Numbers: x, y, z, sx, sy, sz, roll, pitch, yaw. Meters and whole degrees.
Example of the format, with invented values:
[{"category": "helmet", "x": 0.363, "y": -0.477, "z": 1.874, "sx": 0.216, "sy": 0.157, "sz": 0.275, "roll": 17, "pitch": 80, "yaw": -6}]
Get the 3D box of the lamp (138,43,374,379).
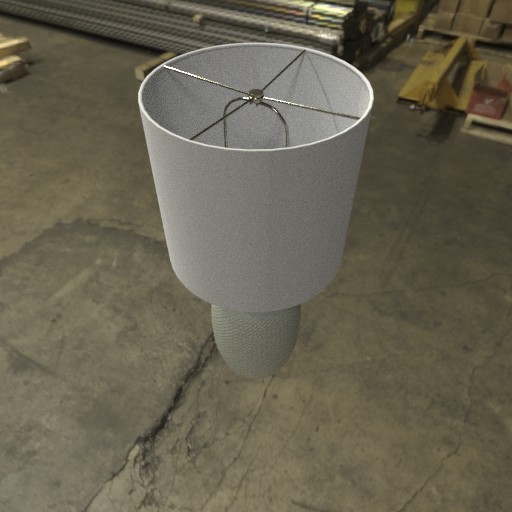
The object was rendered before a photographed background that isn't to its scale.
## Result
[{"category": "lamp", "x": 0.000, "y": 0.000, "z": 0.576, "sx": 0.217, "sy": 0.453, "sz": 0.217, "roll": 23, "pitch": 50, "yaw": 20}]
